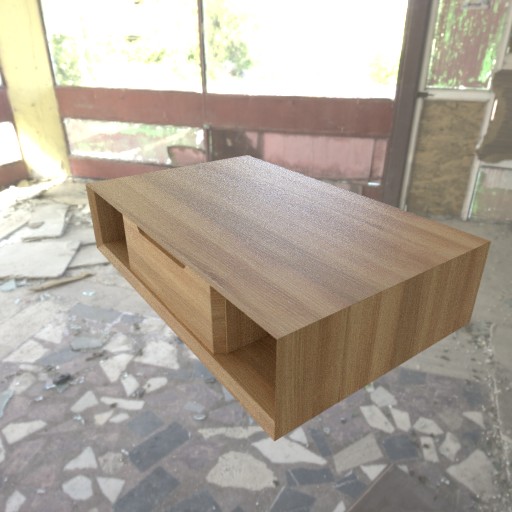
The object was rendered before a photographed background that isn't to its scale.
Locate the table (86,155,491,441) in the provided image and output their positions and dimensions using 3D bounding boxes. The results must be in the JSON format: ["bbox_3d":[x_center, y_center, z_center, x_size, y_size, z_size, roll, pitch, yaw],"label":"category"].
[{"bbox_3d":[0.000,0.000,1.431,0.700,0.330,1.100,-18,32,-31],"label":"table"}]
